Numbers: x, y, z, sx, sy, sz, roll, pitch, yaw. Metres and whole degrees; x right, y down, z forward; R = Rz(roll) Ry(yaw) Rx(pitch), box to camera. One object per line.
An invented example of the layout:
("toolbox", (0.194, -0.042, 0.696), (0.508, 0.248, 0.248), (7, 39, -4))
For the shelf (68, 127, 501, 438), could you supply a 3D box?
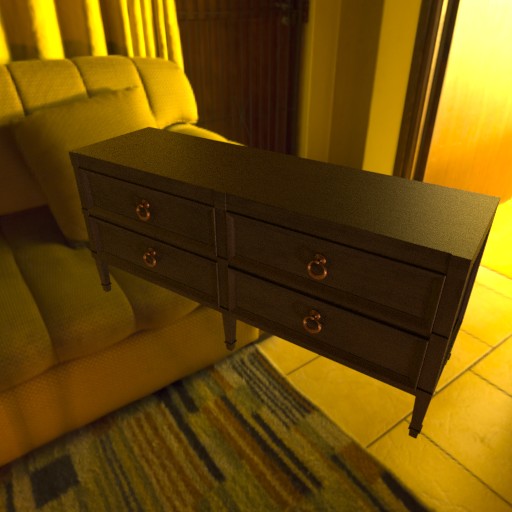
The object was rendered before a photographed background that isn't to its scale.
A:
("shelf", (0.000, 0.000, 1.815), (1.575, 0.719, 0.479), (19, 36, 28))
